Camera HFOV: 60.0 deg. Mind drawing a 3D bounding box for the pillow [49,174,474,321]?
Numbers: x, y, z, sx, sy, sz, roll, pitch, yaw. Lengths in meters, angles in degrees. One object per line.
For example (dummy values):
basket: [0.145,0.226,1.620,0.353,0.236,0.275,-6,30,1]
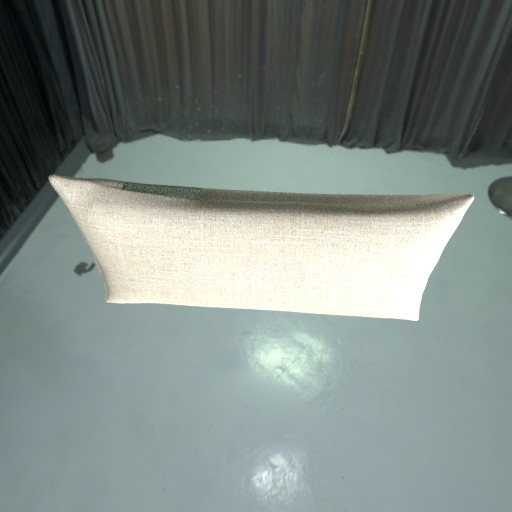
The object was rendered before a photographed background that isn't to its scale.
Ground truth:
pillow: [0.000,0.000,1.048,0.859,0.429,0.197,3,47,3]
